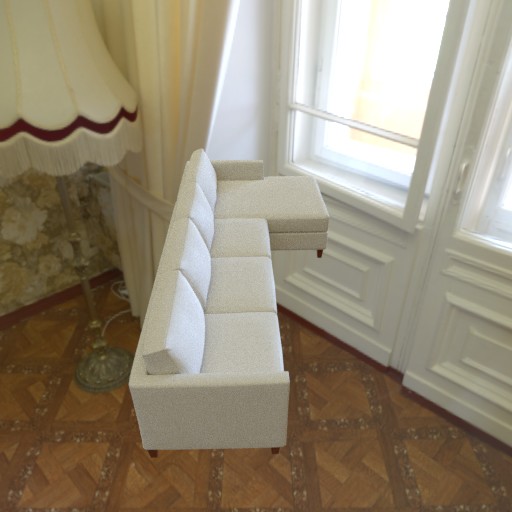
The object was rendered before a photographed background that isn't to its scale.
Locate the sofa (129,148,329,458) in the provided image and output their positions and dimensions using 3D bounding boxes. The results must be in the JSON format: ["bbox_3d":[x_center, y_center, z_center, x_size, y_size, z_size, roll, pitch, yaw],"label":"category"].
[{"bbox_3d":[0.000,0.000,4.107,1.599,0.954,3.471,-1,33,-2],"label":"sofa"}]
